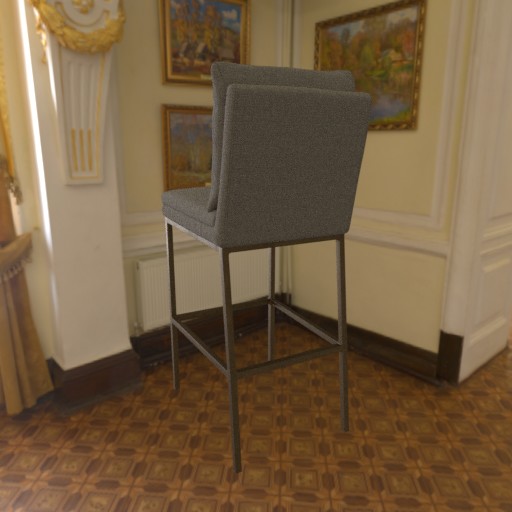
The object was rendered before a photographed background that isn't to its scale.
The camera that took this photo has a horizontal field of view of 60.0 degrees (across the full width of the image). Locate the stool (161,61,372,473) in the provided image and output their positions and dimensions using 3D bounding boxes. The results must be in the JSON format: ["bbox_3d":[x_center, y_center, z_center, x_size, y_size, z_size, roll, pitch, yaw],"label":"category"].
[{"bbox_3d":[0.000,0.000,1.468,0.463,1.132,0.569,-8,16,-27],"label":"stool"}]
